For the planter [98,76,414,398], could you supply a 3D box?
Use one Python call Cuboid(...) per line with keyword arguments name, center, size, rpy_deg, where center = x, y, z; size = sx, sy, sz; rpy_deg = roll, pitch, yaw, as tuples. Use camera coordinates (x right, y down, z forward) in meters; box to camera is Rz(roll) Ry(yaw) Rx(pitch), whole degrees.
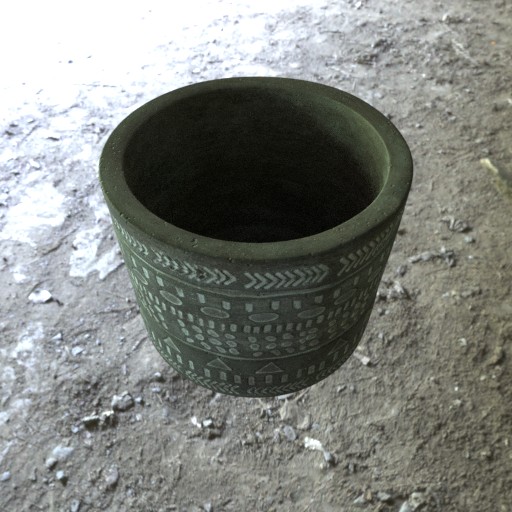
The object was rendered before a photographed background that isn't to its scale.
Cuboid(name="planter", center=(0.000, 0.000, 0.257), size=(0.142, 0.149, 0.142), rpy_deg=(0, 48, 0))
